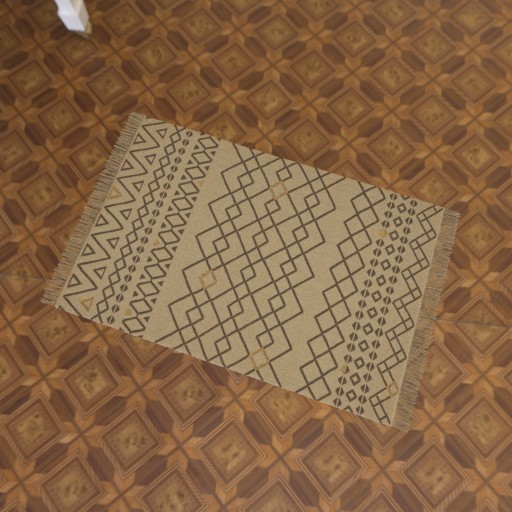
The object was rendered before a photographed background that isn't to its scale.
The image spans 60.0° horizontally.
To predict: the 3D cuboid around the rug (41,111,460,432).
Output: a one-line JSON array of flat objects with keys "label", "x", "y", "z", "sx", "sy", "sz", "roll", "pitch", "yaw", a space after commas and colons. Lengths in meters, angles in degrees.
[{"label": "rug", "x": 0.000, "y": 0.000, "z": 2.957, "sx": 2.472, "sy": 0.035, "sz": 1.495, "roll": 18, "pitch": 75, "yaw": 5}]
